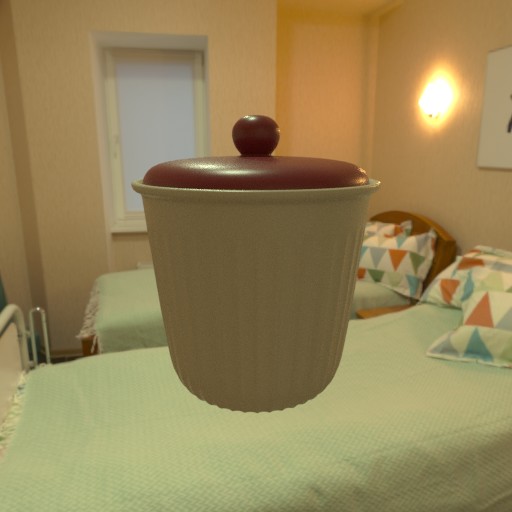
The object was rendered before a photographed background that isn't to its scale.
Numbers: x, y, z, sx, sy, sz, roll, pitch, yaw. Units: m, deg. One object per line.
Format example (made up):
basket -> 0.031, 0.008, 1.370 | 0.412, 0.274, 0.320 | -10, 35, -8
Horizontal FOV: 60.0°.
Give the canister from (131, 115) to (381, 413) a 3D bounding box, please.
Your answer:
canister -> 0.000, 0.000, 0.347 | 0.181, 0.211, 0.181 | 0, 14, 0
